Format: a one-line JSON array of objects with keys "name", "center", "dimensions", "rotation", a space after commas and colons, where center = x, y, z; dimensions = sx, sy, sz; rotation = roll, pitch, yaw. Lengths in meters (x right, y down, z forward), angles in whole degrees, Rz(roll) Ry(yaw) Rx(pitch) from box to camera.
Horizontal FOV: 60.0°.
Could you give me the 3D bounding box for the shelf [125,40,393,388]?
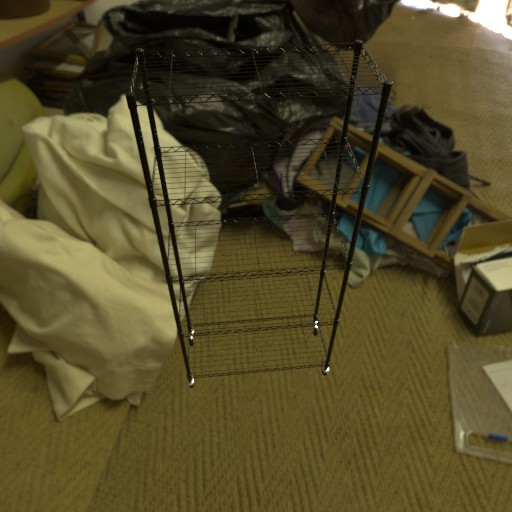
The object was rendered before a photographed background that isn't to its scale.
[{"name": "shelf", "center": [0.000, 0.000, 1.924], "dimensions": [0.762, 1.645, 0.356], "rotation": [-4, 46, -4]}]
